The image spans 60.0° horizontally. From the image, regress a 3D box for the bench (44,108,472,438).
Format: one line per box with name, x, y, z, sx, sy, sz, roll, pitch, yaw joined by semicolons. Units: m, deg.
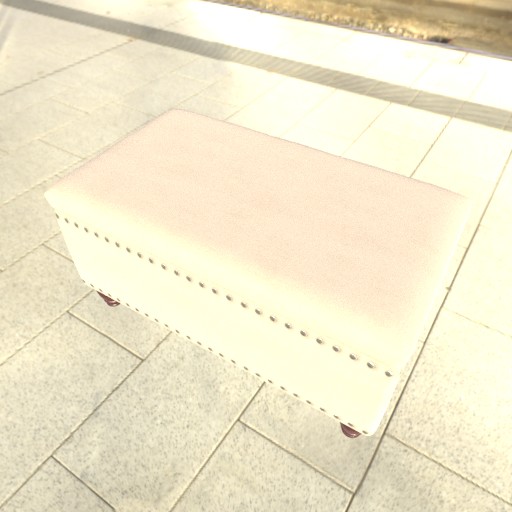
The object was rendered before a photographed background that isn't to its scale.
bench;0.000;0.000;1.177;0.887;0.449;0.500;23;49;22
